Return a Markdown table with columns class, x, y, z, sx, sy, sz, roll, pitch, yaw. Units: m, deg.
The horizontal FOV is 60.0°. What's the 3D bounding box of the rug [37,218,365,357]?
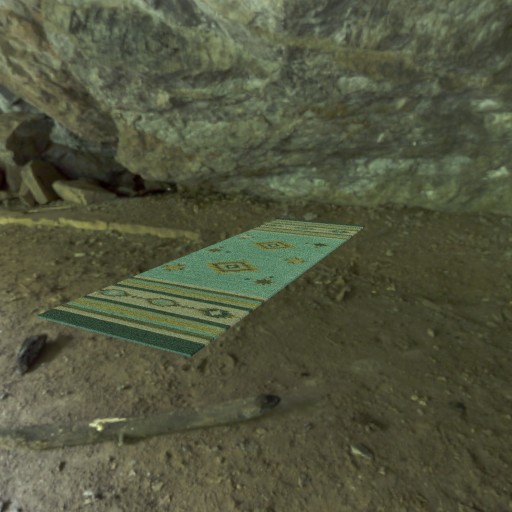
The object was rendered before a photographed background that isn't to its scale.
| class | x | y | z | sx | sy | sz | roll | pitch | yaw |
| --- | --- | --- | --- | --- | --- | --- | --- | --- | --- |
| rug | 0.000 | 0.000 | 2.669 | 0.744 | 0.010 | 2.441 | 7 | 17 | 26 |
